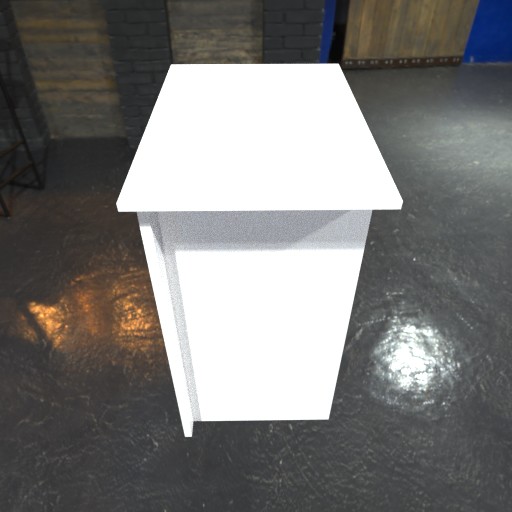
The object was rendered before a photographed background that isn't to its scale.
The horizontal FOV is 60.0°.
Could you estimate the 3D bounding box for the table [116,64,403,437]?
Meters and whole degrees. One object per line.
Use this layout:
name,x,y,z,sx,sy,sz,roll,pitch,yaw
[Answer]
table,0.000,0.000,1.079,0.406,0.711,0.589,-1,41,-1
